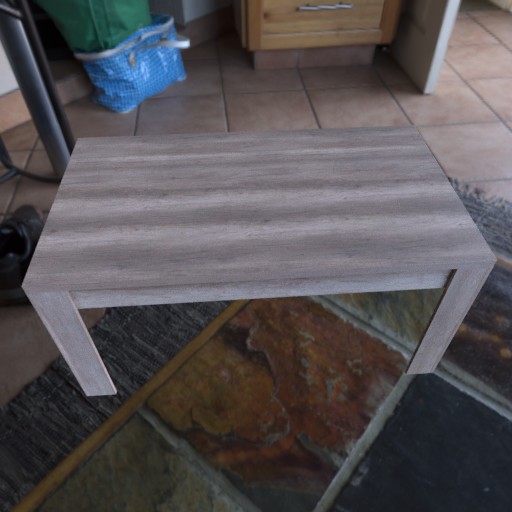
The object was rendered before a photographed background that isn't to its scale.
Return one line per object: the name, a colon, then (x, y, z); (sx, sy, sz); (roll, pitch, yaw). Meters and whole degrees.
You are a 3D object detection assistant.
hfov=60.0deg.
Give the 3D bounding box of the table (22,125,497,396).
table: (0.000, 0.000, 2.075); (1.600, 0.775, 0.900); (-3, 46, -3)
